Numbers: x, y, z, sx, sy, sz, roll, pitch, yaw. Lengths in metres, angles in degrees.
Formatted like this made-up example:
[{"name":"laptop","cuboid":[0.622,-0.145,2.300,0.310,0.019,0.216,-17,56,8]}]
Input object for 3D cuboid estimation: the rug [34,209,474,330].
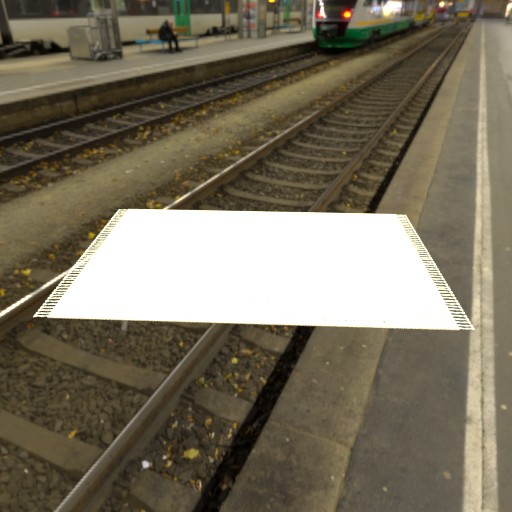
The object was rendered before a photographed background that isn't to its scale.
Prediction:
[{"name":"rug","cuboid":[0.000,0.000,3.107,2.438,0.010,1.524,1,29,2]}]
